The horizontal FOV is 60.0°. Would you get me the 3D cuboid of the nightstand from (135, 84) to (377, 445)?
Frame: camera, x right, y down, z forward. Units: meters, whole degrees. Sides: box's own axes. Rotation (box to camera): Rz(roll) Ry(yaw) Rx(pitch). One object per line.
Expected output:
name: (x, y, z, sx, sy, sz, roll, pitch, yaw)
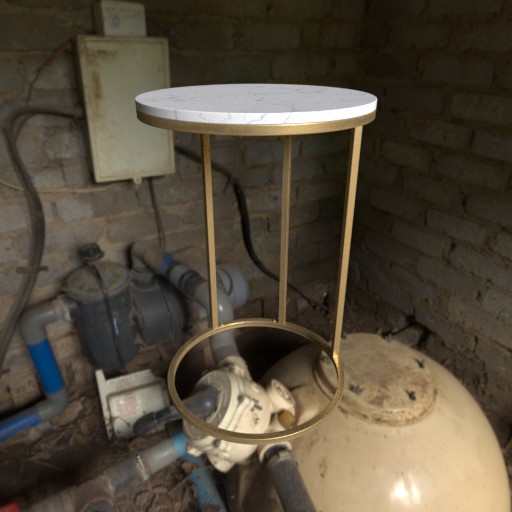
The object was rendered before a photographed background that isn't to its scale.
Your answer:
nightstand: (0.000, 0.000, 0.888, 0.400, 0.610, 0.400, 10, 28, 19)
